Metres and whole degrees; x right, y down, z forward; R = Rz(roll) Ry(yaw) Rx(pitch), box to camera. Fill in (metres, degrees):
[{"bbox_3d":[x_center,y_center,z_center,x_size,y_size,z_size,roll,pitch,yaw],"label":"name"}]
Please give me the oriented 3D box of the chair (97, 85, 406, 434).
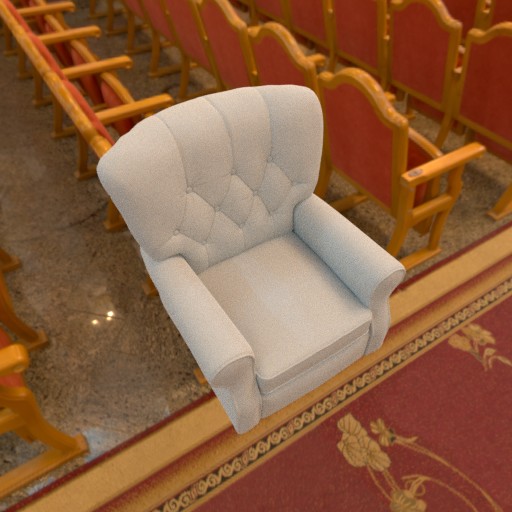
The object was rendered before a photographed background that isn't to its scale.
[{"bbox_3d":[0.000,0.000,2.140,1.090,1.217,1.128,-25,52,-21],"label":"chair"}]
